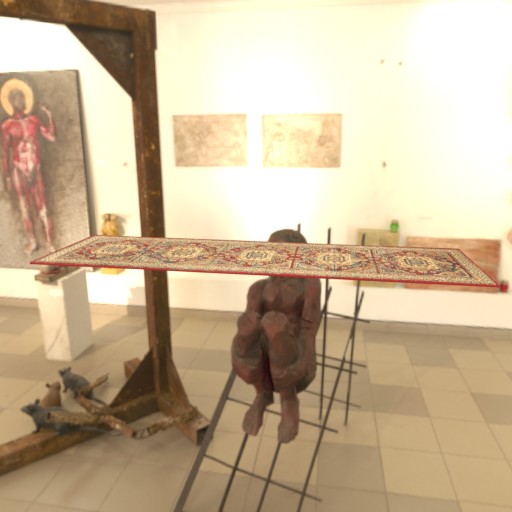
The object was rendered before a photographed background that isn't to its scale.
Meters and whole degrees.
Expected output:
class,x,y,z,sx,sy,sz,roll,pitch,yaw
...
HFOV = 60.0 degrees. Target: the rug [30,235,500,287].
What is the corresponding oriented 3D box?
class,x,y,z,sx,sy,sz,roll,pitch,yaw
rug,0.000,0.000,2.449,2.292,0.015,0.659,2,15,9
